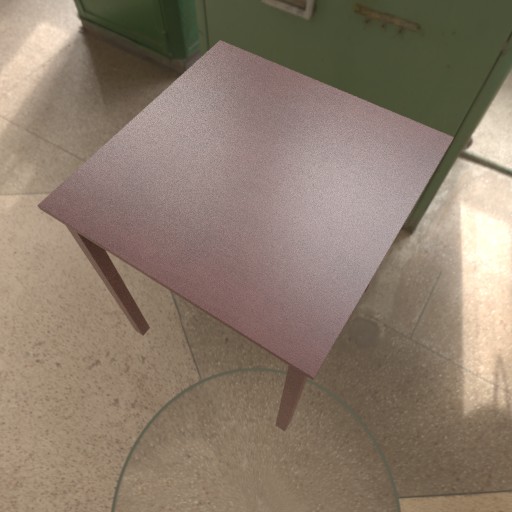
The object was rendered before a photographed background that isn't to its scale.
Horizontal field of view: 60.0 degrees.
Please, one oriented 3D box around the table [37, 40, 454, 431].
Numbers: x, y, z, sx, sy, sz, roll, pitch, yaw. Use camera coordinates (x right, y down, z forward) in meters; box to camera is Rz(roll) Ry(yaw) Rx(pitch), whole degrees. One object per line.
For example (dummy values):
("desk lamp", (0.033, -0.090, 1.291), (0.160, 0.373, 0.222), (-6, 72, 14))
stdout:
("table", (0.000, 0.000, 1.698), (0.861, 0.991, 0.861), (29, 64, 16))
